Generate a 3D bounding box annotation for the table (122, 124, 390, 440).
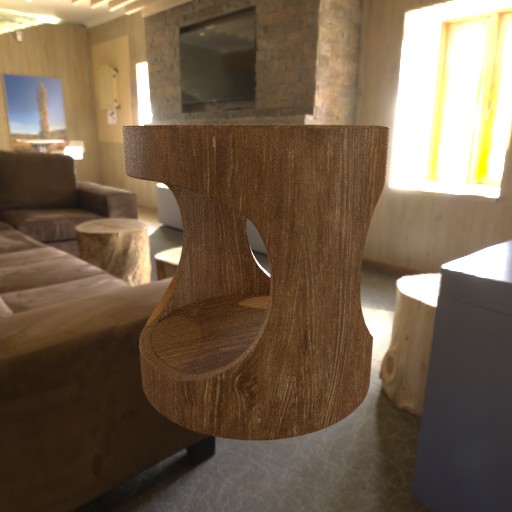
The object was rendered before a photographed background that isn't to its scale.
[{"bbox_3d":[0.000,0.000,0.984,0.527,0.551,0.527,0,16,0],"label":"table"}]
